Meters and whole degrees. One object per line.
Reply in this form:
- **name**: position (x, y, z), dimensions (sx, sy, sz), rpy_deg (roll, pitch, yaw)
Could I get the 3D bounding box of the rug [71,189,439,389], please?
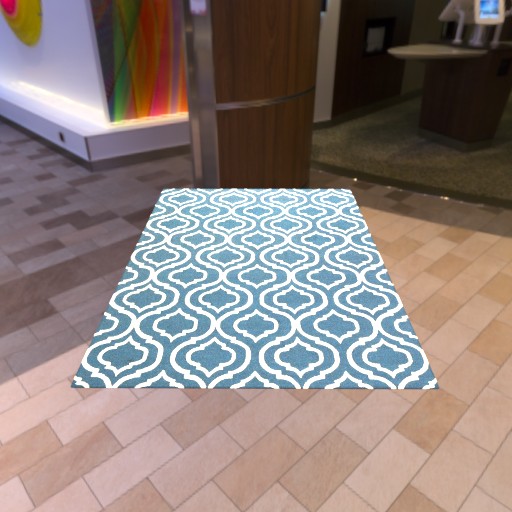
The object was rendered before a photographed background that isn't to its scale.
- **rug**: position (0.000, 0.000, 4.348), dimensions (2.438, 0.010, 3.353), rpy_deg (0, 31, 0)
